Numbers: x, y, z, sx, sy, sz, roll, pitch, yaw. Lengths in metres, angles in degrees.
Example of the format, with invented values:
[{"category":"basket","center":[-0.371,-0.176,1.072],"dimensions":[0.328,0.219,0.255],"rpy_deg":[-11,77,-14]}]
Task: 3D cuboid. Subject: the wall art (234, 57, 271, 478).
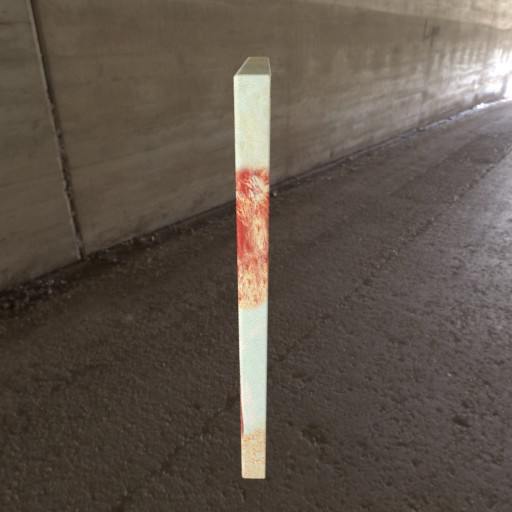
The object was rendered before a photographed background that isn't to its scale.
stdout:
[{"category":"wall art","center":[0.000,0.000,0.762],"dimensions":[0.038,0.610,0.401],"rpy_deg":[0,27,1]}]
